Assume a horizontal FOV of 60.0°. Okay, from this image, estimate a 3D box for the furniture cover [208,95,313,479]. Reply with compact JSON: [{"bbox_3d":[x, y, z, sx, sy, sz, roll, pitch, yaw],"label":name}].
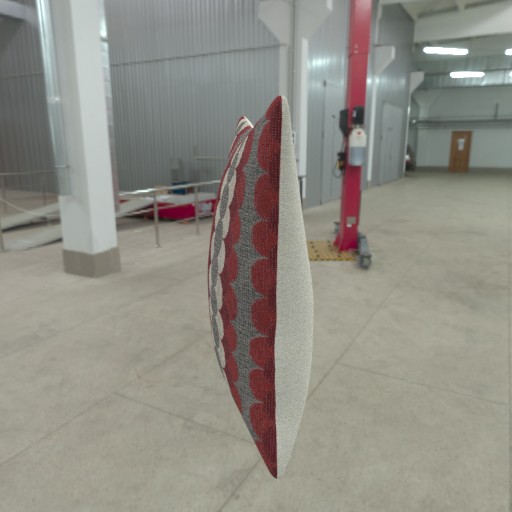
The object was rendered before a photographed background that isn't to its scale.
[{"bbox_3d":[0.000,0.000,0.660,0.145,0.420,0.435,-2,14,-6],"label":"furniture cover"}]
